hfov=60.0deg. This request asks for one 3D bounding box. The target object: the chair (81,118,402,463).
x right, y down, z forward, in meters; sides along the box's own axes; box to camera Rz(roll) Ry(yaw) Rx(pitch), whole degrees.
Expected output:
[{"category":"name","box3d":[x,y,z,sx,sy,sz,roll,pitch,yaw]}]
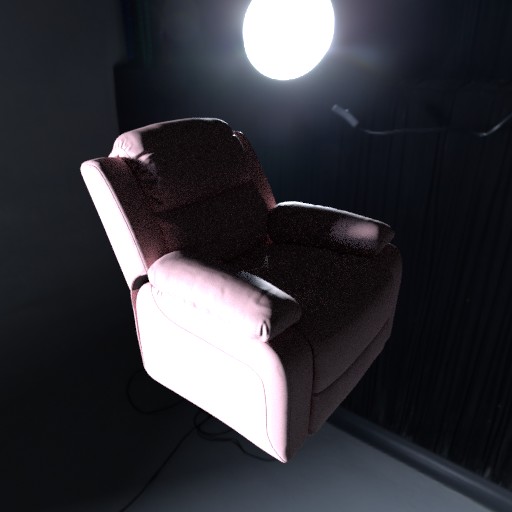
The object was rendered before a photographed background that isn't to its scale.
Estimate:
[{"category":"chair","box3d":[0.000,0.000,1.269,0.709,0.702,0.680,17,30,33]}]
